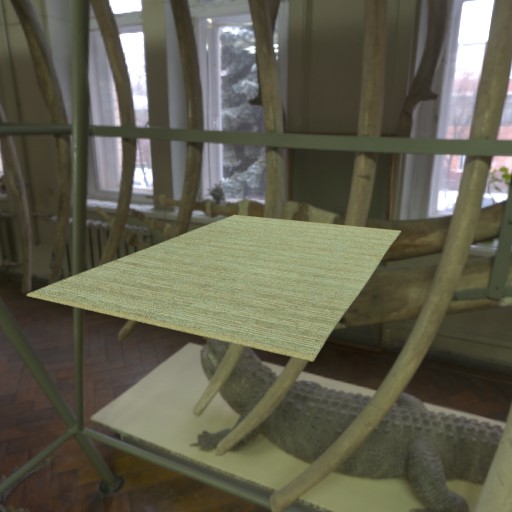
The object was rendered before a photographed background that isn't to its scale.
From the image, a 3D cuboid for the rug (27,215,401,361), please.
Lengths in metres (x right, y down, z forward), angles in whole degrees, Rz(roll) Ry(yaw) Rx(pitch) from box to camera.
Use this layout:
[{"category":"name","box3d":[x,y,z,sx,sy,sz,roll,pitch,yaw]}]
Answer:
[{"category":"rug","box3d":[0.000,0.000,2.361,1.240,0.010,1.824,8,18,24]}]
